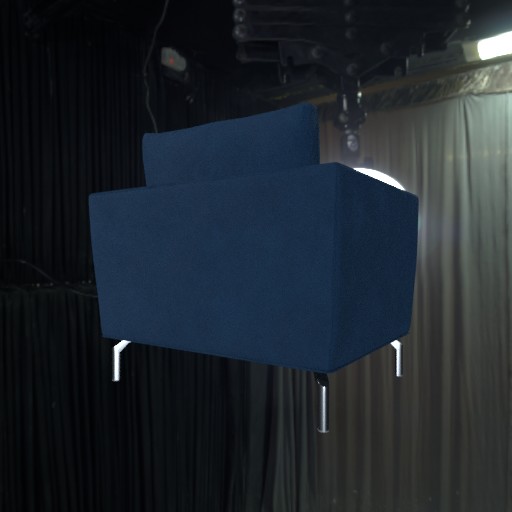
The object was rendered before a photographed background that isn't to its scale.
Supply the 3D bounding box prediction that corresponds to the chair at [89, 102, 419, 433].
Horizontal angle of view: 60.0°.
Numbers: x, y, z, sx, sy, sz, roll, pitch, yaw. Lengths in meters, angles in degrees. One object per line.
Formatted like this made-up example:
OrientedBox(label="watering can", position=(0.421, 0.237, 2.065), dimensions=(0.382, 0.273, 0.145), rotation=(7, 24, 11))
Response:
OrientedBox(label="chair", position=(0.000, 0.000, 1.618), dimensions=(0.977, 0.893, 0.746), rotation=(0, 0, 34))
